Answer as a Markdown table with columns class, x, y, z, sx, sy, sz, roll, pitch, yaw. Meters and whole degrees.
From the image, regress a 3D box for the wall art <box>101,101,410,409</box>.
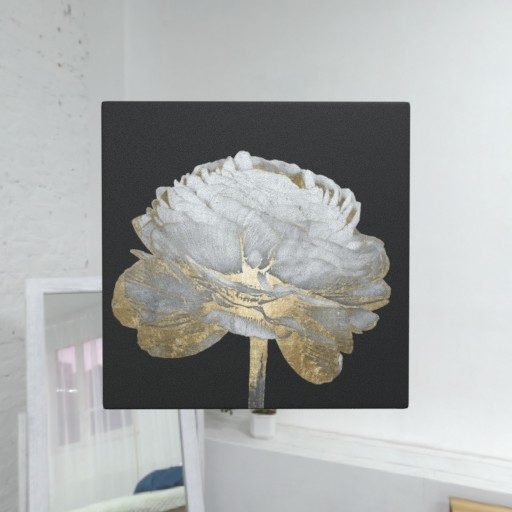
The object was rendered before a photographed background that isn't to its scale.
| class | x | y | z | sx | sy | sz | roll | pitch | yaw |
| --- | --- | --- | --- | --- | --- | --- | --- | --- | --- |
| wall art | 0.000 | 0.000 | 0.899 | 0.610 | 0.611 | 0.043 | 0 | 1 | 0 |
